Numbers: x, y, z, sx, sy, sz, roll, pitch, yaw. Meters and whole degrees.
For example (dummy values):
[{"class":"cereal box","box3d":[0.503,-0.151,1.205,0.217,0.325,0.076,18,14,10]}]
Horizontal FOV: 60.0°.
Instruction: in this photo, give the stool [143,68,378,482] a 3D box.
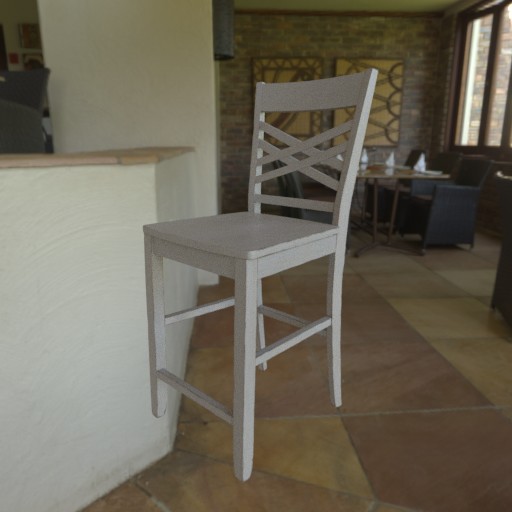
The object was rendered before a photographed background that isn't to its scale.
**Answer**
[{"class":"stool","box3d":[0.000,0.000,1.362,0.462,1.079,0.539,14,20,43]}]
